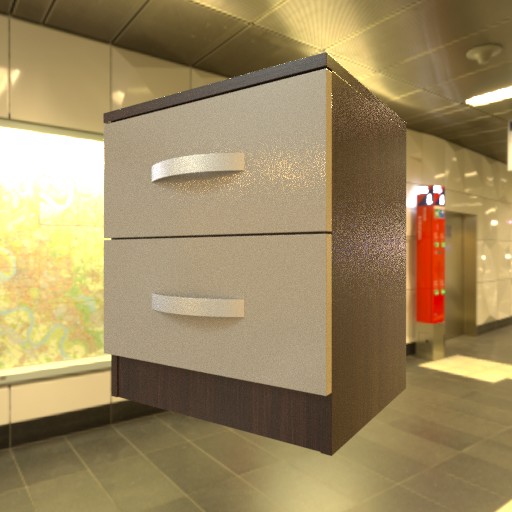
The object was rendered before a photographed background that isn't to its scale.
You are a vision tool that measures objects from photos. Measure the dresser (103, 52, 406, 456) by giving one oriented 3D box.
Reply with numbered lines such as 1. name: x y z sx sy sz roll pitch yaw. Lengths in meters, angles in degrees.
1. dresser: 0.000 0.000 0.747 0.400 0.470 0.360 0 0 34
